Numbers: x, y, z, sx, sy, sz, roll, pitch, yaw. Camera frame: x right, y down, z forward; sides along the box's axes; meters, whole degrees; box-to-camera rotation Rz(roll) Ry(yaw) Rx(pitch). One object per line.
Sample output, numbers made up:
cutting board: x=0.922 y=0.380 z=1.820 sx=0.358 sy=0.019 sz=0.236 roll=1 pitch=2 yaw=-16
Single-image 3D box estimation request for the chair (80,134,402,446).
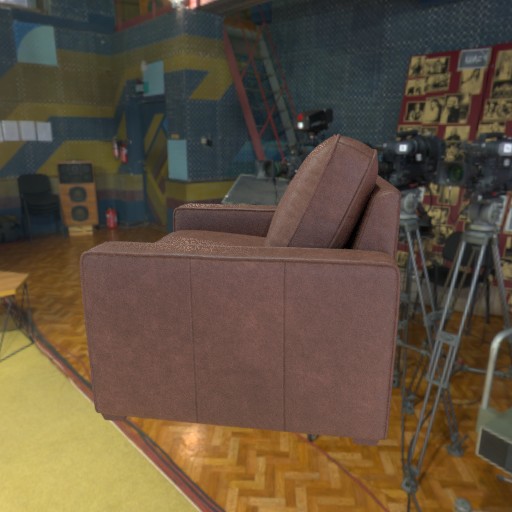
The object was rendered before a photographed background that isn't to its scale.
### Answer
chair: x=0.000 y=0.000 z=1.731 sx=0.940 sy=0.919 sz=1.017 roll=2 pitch=15 yaw=8
